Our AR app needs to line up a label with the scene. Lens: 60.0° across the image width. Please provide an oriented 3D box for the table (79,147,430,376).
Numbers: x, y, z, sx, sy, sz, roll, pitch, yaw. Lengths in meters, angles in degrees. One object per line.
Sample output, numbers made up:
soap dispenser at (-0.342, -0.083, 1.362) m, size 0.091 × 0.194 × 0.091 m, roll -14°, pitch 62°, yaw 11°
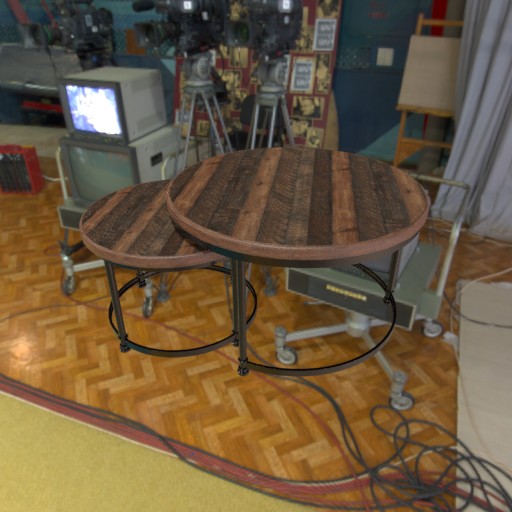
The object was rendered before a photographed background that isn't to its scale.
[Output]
table at (0.000, 0.000, 1.607) m, size 1.152 × 0.516 × 0.870 m, roll -9°, pitch 32°, yaw -15°
